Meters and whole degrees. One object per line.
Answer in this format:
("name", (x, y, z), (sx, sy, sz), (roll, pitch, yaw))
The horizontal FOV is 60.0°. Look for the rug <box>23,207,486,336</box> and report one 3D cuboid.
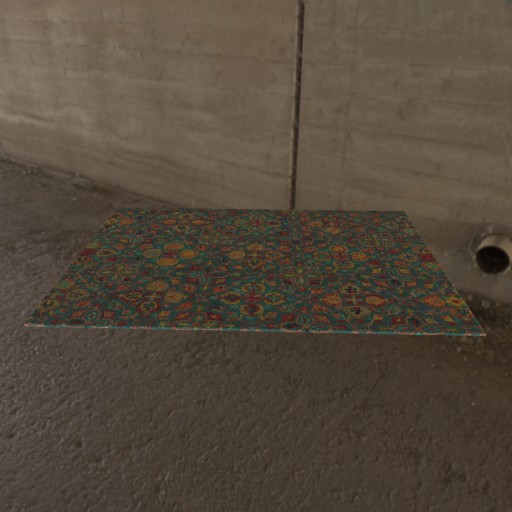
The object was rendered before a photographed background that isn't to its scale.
("rug", (0.000, 0.000, 2.852), (2.290, 0.016, 1.527), (1, 29, 2))
